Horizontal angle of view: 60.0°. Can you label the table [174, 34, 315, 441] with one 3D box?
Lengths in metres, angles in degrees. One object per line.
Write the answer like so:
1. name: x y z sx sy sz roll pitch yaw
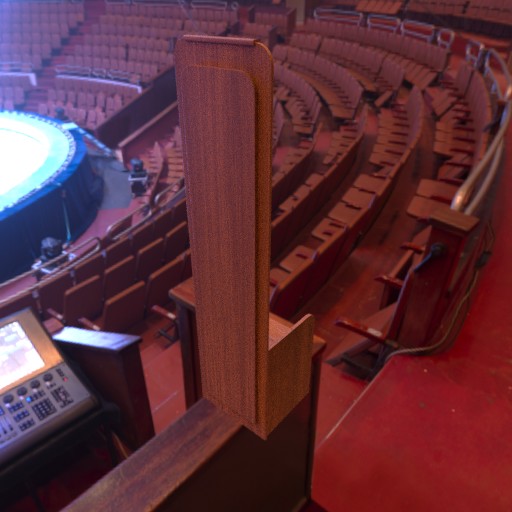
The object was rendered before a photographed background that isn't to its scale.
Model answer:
1. table: 0.000 0.000 2.038 0.450 1.830 0.420 23 37 34
